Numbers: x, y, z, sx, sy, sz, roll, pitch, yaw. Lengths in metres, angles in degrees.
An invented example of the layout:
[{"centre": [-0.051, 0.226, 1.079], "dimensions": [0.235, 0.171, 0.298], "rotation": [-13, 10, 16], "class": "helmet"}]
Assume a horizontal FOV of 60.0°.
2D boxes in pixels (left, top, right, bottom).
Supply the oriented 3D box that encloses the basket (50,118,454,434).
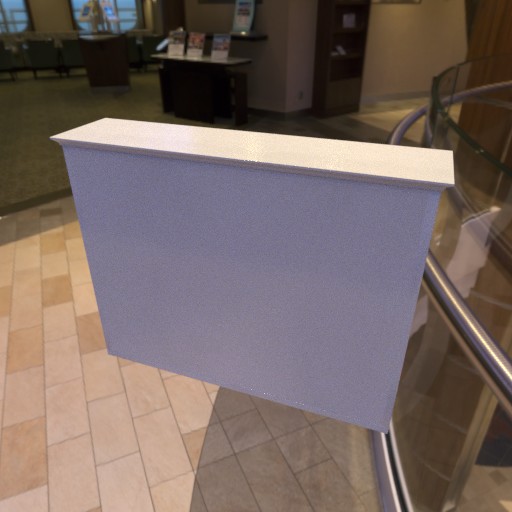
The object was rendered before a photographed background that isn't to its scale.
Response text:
[{"centre": [0.000, 0.000, 1.091], "dimensions": [0.780, 0.600, 0.350], "rotation": [10, 32, 17], "class": "basket"}]
